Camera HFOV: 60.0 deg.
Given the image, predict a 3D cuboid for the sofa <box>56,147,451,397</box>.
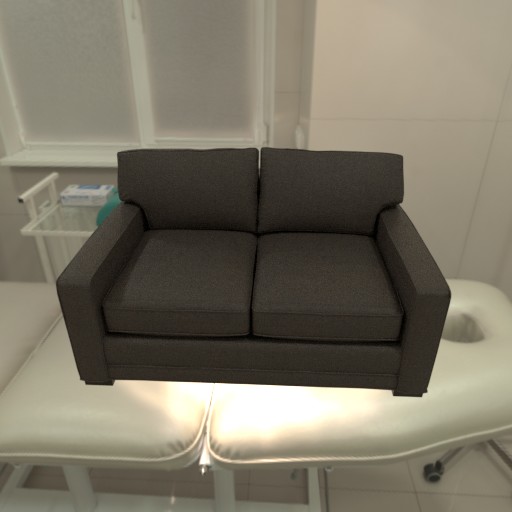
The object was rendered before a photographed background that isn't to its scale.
[{"bbox_3d":[0.000,0.000,2.162,1.534,0.887,0.974,1,29,2],"label":"sofa"}]
